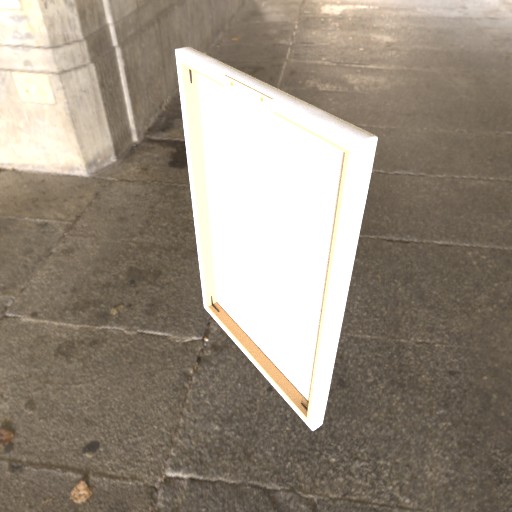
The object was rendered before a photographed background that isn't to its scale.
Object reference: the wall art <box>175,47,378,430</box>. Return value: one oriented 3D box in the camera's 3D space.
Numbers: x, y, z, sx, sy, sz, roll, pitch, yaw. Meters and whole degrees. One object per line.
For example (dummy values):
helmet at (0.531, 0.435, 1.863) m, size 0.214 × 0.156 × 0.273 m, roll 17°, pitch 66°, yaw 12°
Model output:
wall art at (0.000, 0.000, 1.174) m, size 0.048 × 0.902 × 0.602 m, roll -26°, pitch 47°, yaw -27°
